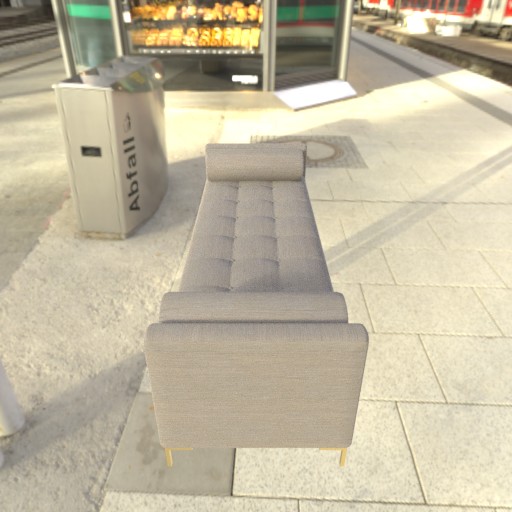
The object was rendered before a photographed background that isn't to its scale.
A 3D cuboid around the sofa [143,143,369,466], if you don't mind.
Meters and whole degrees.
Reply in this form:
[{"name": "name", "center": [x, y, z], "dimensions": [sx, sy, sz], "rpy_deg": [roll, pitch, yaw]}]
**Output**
[{"name": "sofa", "center": [0.000, 0.000, 2.316], "dimensions": [0.686, 0.635, 1.981], "rpy_deg": [0, 31, 0]}]
